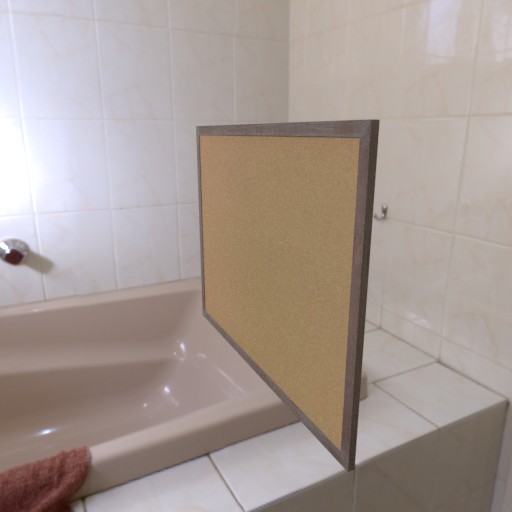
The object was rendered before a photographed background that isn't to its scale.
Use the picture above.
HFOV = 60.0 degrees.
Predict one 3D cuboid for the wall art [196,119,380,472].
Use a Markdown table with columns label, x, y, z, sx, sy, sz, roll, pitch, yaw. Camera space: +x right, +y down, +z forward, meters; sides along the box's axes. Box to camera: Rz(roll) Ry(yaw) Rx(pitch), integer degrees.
| label | x | y | z | sx | sy | sz | roll | pitch | yaw |
| --- | --- | --- | --- | --- | --- | --- | --- | --- | --- |
| wall art | 0.000 | 0.000 | 1.357 | 0.019 | 0.774 | 1.012 | -7 | 17 | -25 |
